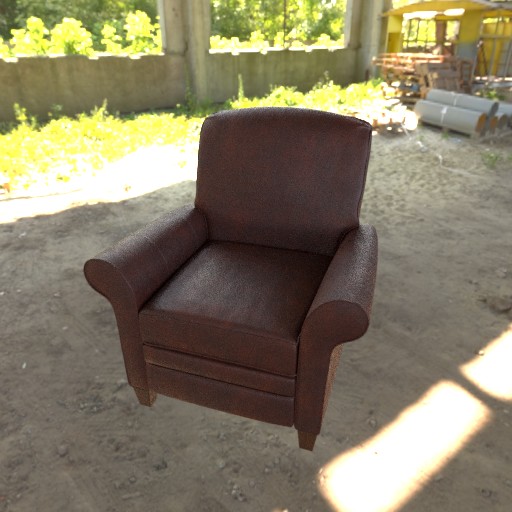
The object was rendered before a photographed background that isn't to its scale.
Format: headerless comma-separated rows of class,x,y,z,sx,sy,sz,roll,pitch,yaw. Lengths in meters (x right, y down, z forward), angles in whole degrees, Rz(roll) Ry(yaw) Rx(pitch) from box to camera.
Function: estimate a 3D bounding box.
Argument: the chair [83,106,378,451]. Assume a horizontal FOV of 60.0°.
chair,0.000,0.000,1.799,0.978,1.061,0.902,8,27,17
